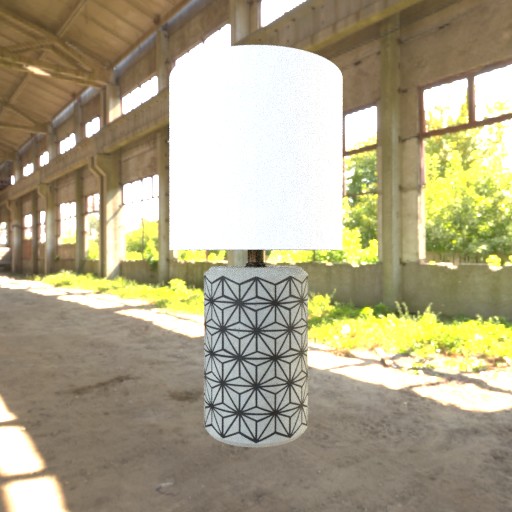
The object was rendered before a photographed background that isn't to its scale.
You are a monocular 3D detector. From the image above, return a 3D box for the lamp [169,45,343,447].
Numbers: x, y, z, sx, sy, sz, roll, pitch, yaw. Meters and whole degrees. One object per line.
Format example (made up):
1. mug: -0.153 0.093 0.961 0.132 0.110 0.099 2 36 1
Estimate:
1. lamp: 0.000 0.000 0.539 0.206 0.416 0.206 0 0 17
